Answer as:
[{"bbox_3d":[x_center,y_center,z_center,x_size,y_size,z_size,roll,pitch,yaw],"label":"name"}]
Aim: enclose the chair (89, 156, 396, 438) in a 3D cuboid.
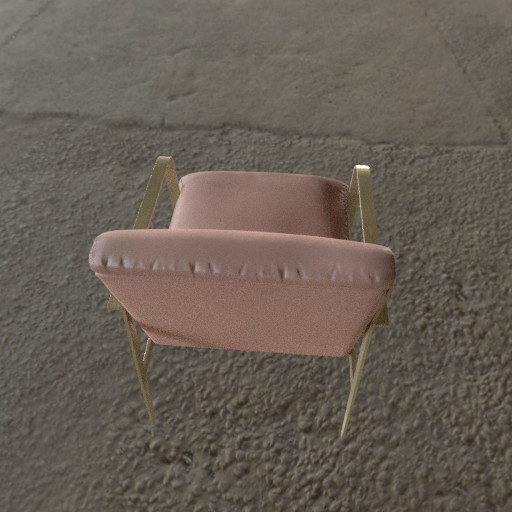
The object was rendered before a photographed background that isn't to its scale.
[{"bbox_3d":[0.000,0.000,1.416,0.701,0.823,0.848,3,47,3],"label":"chair"}]
